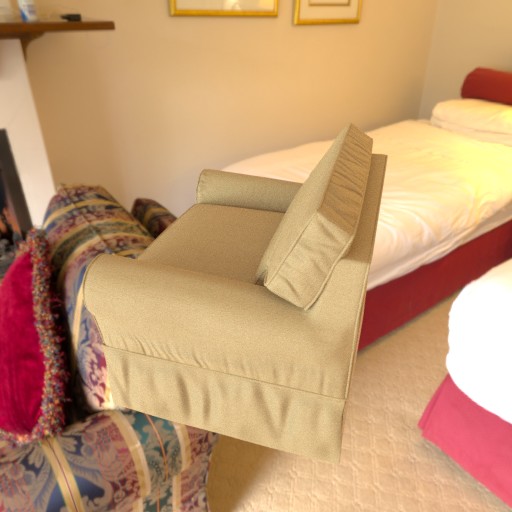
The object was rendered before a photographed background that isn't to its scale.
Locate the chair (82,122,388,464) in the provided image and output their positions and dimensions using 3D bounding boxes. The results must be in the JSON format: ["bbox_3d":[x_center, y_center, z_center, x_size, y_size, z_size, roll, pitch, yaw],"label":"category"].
[{"bbox_3d":[0.000,0.000,1.792,0.903,0.937,1.096,9,31,15],"label":"chair"}]
